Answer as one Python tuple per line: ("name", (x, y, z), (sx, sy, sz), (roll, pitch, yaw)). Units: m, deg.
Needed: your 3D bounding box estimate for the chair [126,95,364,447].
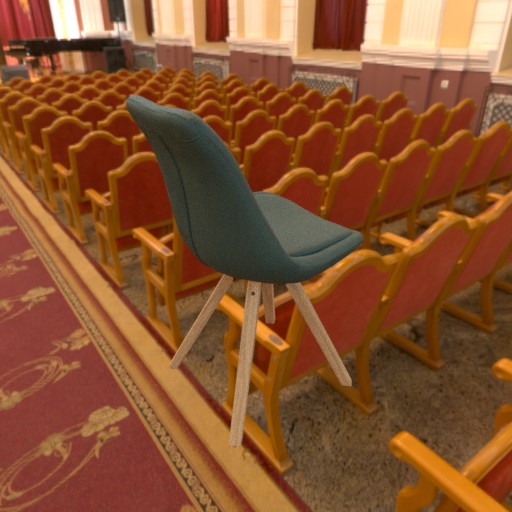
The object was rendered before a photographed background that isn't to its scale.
("chair", (0.000, 0.000, 1.238), (0.547, 0.865, 0.483), (-18, 33, -31))
